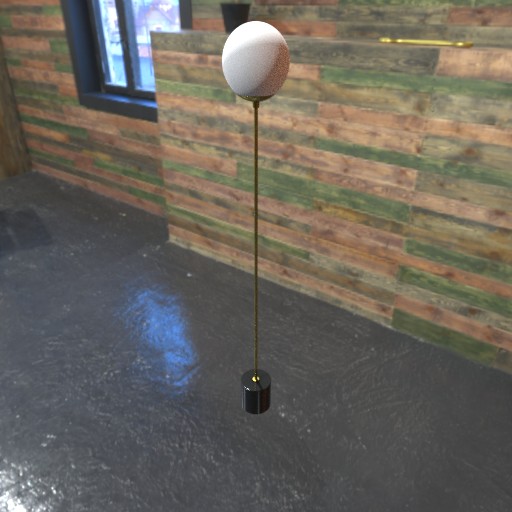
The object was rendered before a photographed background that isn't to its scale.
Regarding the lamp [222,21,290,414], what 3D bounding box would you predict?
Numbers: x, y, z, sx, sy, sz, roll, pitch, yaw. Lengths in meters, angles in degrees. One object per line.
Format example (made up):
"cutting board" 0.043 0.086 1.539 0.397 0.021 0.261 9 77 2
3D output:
"lamp" 0.000 0.000 1.868 0.229 1.748 0.229 21 36 32
